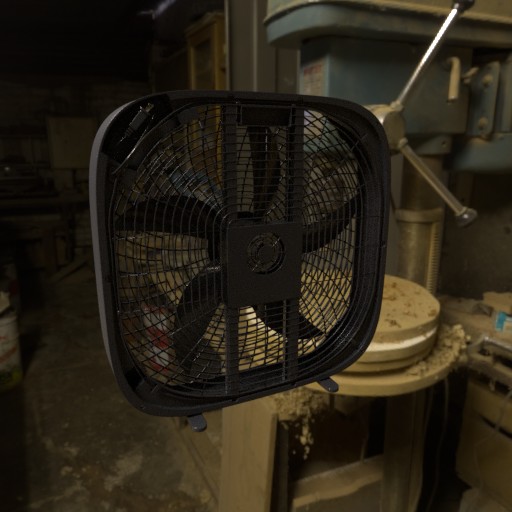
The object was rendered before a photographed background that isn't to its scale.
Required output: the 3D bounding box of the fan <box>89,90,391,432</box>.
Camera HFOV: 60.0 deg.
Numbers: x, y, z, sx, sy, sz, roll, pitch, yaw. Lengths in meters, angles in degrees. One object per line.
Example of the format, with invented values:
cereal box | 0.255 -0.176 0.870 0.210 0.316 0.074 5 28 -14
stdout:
fan | 0.000 0.000 0.776 0.526 0.533 0.142 -7 16 -25
